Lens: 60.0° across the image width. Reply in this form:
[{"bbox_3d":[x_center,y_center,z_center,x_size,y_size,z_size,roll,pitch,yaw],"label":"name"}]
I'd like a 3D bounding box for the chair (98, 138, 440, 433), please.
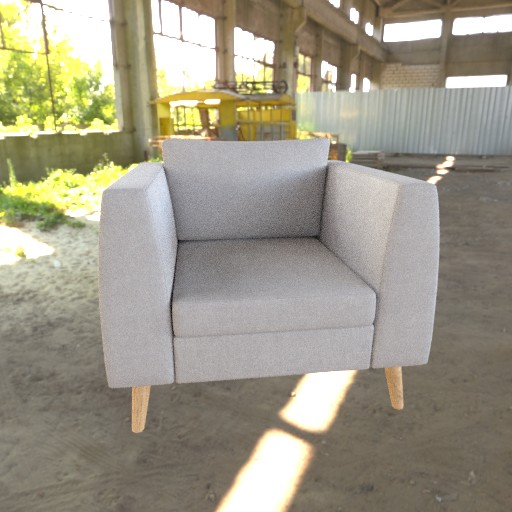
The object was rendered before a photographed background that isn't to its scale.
[{"bbox_3d":[0.000,0.000,1.700,1.000,0.860,0.930,-2,17,-8],"label":"chair"}]
